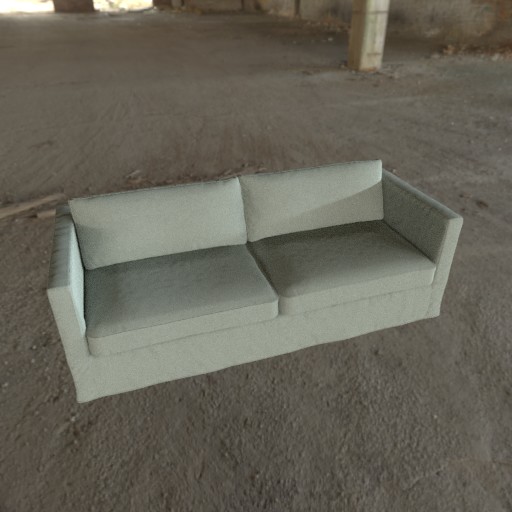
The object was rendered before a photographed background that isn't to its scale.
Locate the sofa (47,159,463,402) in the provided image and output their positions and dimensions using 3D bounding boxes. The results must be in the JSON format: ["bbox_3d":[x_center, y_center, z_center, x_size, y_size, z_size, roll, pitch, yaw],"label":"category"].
[{"bbox_3d":[0.000,0.000,2.791,2.312,0.853,0.962,-10,33,-16],"label":"sofa"}]
